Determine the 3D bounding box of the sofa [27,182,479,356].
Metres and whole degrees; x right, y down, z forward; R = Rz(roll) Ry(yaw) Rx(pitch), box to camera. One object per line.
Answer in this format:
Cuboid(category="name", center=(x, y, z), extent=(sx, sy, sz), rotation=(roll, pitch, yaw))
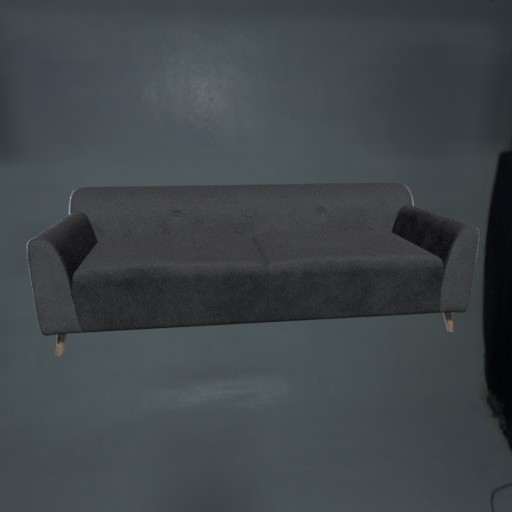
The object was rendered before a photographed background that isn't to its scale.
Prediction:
Cuboid(category="sofa", center=(0.000, 0.000, 2.581), extent=(2.190, 0.740, 0.900), rotation=(-2, 15, -7))
